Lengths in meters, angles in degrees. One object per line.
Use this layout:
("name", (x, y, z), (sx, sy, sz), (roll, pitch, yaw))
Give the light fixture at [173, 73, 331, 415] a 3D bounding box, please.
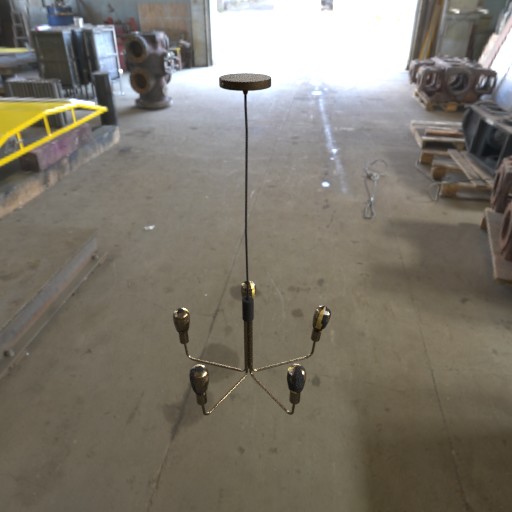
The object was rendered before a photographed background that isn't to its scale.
("light fixture", (0.000, 0.000, 1.402), (0.588, 1.059, 0.532), (-21, 37, -31))
